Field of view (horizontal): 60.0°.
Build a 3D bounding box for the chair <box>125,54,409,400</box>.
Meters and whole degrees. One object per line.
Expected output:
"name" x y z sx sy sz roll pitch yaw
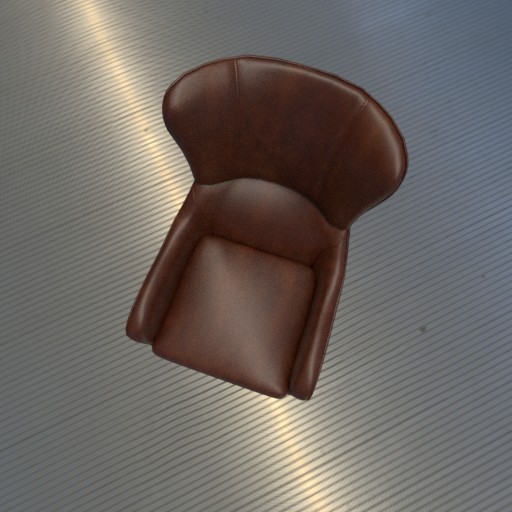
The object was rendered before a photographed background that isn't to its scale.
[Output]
"chair" 0.000 0.000 1.626 0.692 1.048 0.914 18 76 5
